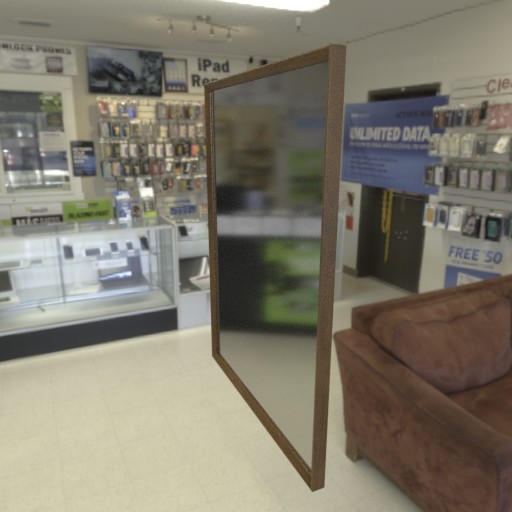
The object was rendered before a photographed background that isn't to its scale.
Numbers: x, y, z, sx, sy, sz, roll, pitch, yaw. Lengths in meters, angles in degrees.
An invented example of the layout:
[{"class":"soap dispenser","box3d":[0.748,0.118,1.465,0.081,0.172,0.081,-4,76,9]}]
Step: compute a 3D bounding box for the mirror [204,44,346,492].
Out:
[{"class":"mirror","box3d":[0.000,0.000,1.303,0.041,1.016,0.762,-7,17,-23]}]
